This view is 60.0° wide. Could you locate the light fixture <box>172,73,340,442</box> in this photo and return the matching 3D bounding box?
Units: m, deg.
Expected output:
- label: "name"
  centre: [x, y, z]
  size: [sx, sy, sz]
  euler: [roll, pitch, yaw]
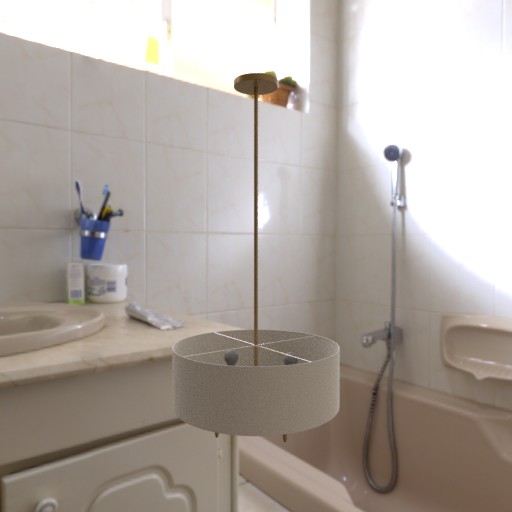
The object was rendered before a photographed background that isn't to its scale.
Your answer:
- label: "light fixture"
  centre: [0.000, 0.000, 1.364]
  size: [0.508, 1.067, 0.508]
  euler: [0, 1, 0]
